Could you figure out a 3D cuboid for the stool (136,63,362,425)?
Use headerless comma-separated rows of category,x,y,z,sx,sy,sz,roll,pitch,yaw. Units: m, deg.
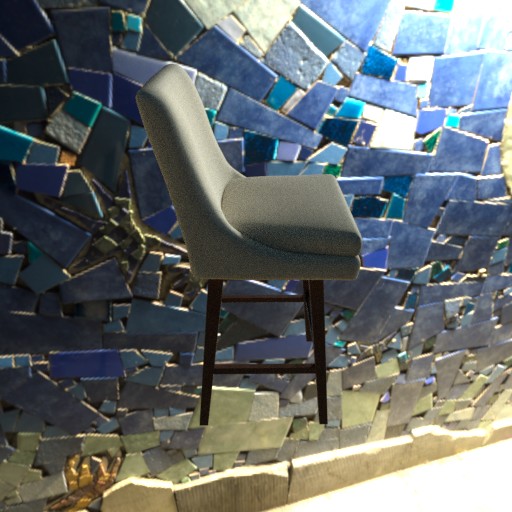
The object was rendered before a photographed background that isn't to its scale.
stool,0.000,0.000,1.422,0.559,1.093,0.483,0,32,-1
